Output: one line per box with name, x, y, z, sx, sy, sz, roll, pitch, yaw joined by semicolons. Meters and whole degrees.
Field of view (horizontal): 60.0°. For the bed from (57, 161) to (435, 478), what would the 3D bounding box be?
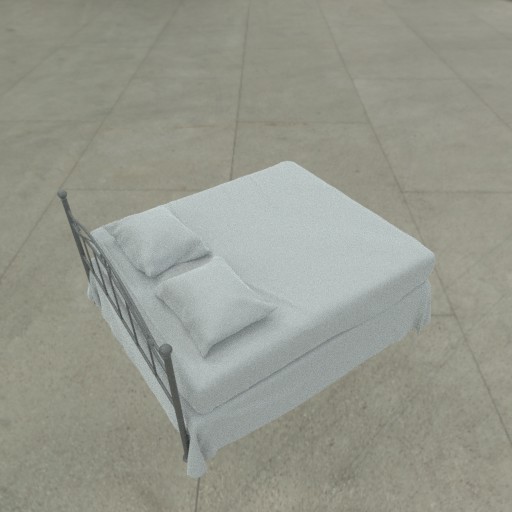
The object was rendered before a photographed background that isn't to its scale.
bed;0.000;0.000;3.300;2.215;1.080;1.936;-24;46;-26
